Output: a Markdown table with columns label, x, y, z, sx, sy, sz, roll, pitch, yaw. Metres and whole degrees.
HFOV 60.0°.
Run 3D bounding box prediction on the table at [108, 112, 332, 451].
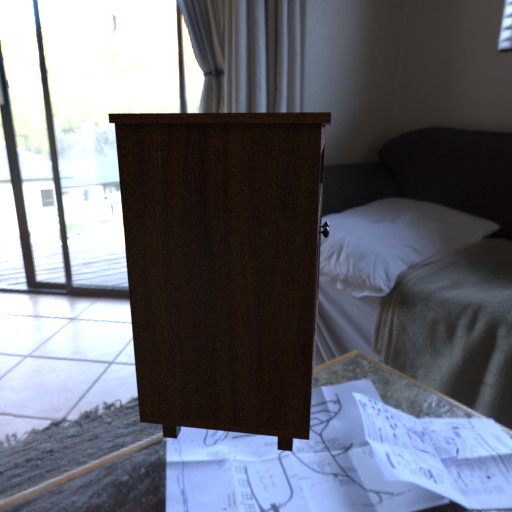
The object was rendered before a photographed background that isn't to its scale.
| label | x | y | z | sx | sy | sz | roll | pitch | yaw |
| --- | --- | --- | --- | --- | --- | --- | --- | --- | --- |
| table | 0.000 | 0.000 | 1.217 | 0.390 | 0.725 | 0.802 | 3 | 16 | 9 |
